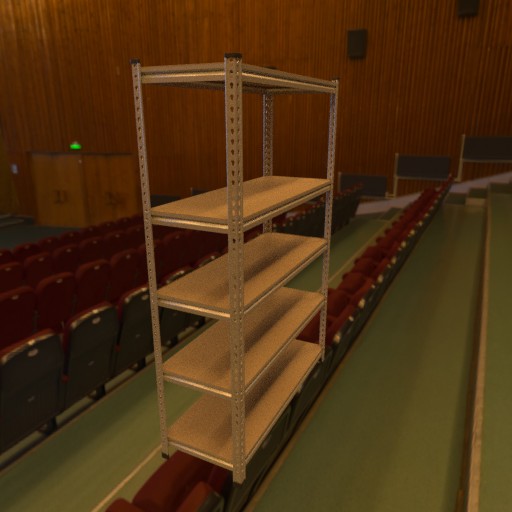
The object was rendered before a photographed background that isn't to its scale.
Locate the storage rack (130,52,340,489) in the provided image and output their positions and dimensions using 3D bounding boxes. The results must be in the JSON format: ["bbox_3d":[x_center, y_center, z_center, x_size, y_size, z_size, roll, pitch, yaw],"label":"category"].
[{"bbox_3d":[0.000,0.000,2.360,0.457,1.829,1.219,9,20,25],"label":"storage rack"}]
